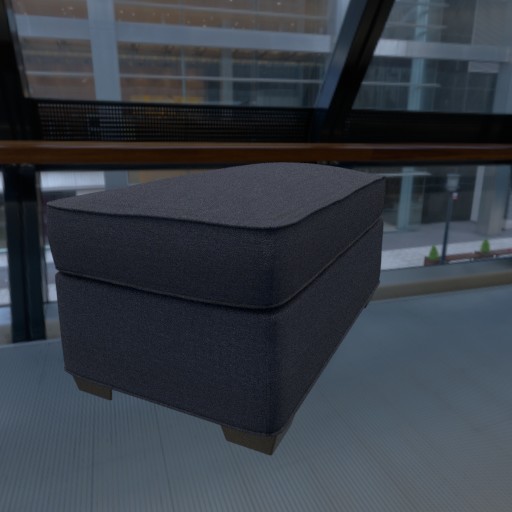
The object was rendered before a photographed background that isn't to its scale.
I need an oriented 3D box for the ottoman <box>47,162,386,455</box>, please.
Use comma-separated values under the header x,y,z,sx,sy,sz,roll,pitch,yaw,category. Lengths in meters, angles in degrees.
x,y,z,sx,sy,sz,roll,pitch,yaw,category
0.000,0.000,1.154,0.505,0.453,0.895,8,18,25,ottoman
